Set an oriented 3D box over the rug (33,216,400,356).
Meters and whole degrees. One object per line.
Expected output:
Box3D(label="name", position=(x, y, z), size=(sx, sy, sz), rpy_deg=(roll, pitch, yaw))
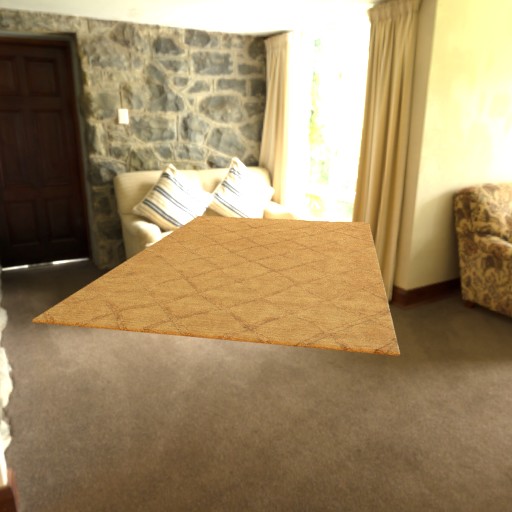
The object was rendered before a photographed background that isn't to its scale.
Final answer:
Box3D(label="rug", position=(0.000, 0.000, 2.854), size=(1.528, 0.014, 2.292), rpy_deg=(3, 17, 10))
